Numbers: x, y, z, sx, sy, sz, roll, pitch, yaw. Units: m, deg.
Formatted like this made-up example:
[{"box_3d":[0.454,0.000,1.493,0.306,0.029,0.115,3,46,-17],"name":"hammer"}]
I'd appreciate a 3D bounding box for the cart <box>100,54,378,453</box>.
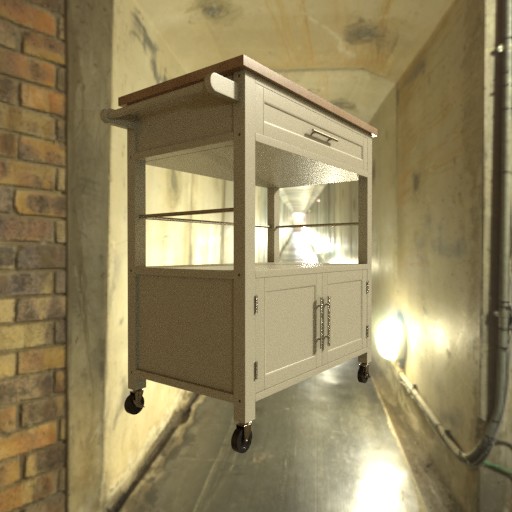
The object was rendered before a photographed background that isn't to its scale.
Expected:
[{"box_3d":[0.000,0.000,1.394,0.459,0.901,0.840,0,1,37],"name":"cart"}]
